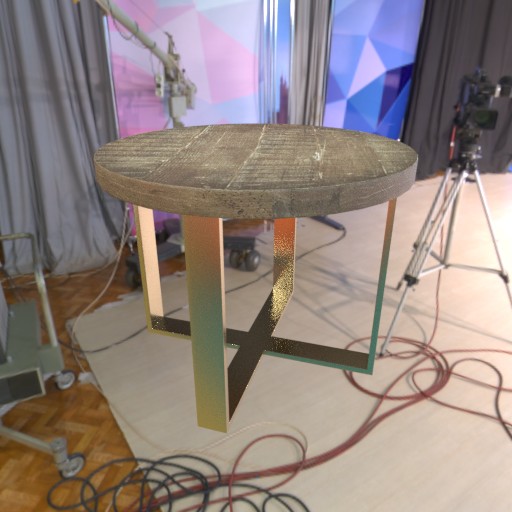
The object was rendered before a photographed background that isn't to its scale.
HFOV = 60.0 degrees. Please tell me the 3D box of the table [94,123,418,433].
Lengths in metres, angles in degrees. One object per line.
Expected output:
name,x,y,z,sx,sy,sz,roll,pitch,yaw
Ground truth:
table,0.000,0.000,0.894,0.557,0.437,0.557,0,25,0
